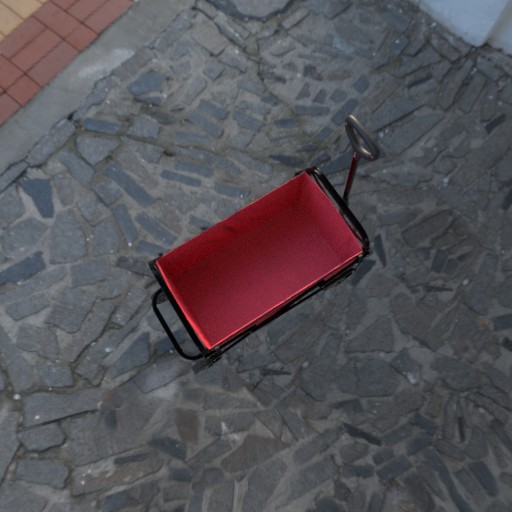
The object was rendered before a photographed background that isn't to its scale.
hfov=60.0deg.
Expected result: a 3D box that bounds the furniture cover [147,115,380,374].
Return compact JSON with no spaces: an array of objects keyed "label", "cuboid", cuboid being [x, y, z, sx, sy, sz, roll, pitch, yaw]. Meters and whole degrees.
[{"label":"furniture cover","cuboid":[0.000,0.000,1.855,1.038,1.295,0.532,-32,77,-8]}]
